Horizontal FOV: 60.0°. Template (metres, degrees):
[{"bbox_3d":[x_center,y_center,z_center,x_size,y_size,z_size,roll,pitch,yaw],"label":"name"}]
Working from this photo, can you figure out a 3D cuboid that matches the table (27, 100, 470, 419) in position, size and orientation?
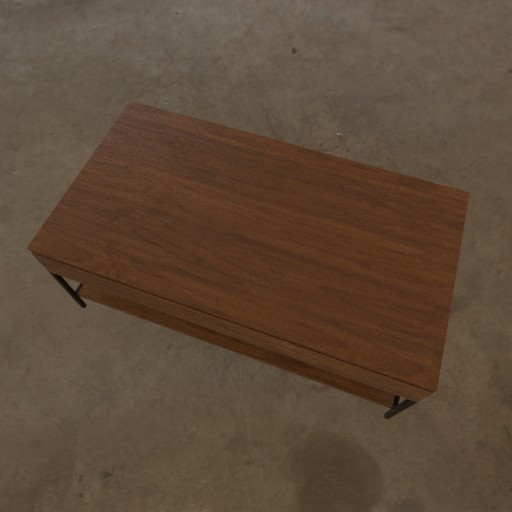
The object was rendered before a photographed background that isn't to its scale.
[{"bbox_3d":[0.000,0.000,1.372,1.057,0.414,0.574,18,63,9],"label":"table"}]
